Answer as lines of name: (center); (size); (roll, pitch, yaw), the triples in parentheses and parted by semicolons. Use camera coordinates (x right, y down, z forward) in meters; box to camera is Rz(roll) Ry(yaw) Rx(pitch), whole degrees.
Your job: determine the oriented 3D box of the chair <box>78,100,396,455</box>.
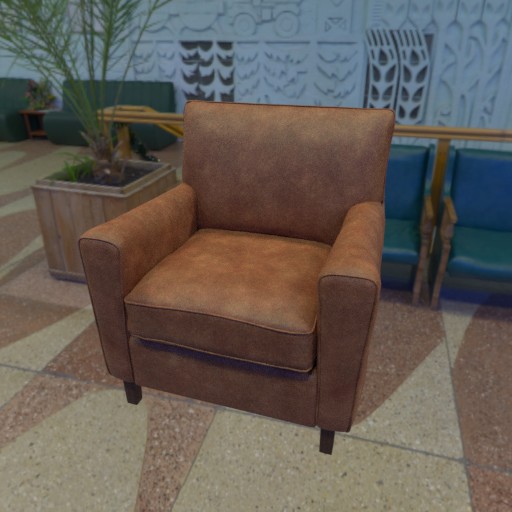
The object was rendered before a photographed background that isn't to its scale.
chair: (0.000, 0.000, 1.572); (0.870, 0.943, 0.823); (8, 27, 16)
